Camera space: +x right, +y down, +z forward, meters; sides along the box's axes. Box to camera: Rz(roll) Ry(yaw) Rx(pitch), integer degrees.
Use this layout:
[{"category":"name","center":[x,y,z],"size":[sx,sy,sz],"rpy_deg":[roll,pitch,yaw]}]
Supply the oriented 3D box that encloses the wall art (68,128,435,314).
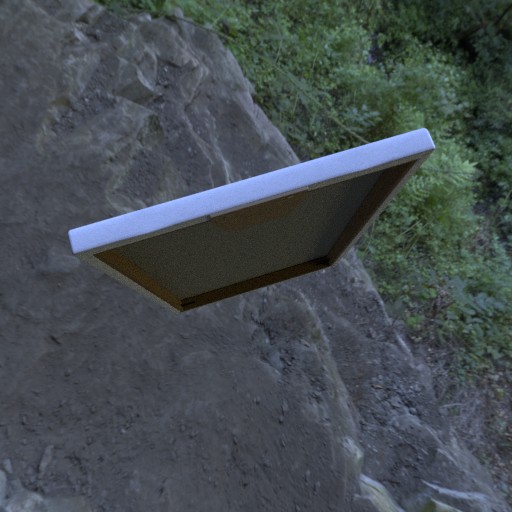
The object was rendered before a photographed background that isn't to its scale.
[{"category":"wall art","center":[0.000,0.000,1.147],"size":[0.602,0.916,0.048],"rpy_deg":[-17,77,-4]}]
